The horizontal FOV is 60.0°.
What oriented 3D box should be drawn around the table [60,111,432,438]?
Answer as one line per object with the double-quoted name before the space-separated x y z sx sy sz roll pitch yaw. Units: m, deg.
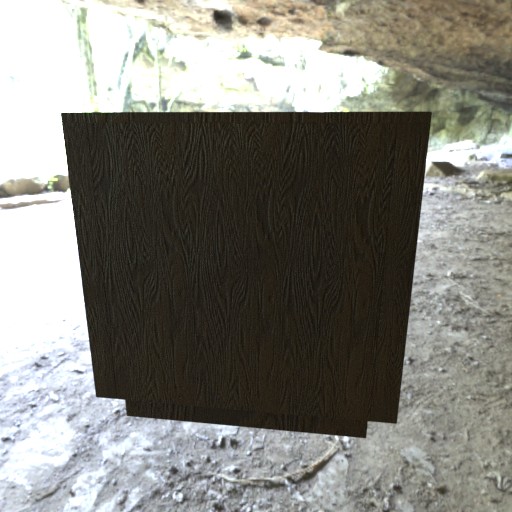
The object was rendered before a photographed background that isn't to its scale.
"table" 0.000 0.000 0.953 0.560 0.585 0.439 2 18 8
